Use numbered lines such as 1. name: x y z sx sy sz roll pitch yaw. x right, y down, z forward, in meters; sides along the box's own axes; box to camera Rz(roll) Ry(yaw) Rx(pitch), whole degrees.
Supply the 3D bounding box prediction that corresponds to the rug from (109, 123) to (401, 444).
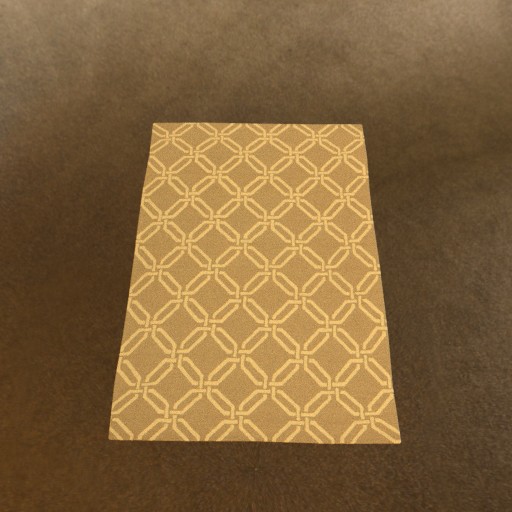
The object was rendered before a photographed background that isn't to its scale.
1. rug: 0.000 0.000 2.743 1.524 0.013 2.135 0 64 0
